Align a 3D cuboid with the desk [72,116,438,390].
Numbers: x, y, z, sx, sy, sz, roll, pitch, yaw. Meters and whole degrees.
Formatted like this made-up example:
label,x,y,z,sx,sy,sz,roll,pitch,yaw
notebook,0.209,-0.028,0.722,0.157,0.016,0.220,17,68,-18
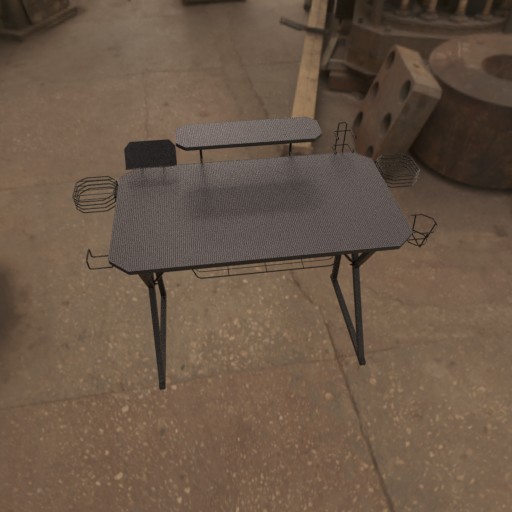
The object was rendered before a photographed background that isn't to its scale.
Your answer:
label,x,y,z,sx,sy,sz,roll,pitch,yaw
desk,0.000,0.000,1.761,1.290,0.880,0.580,-5,46,-5
